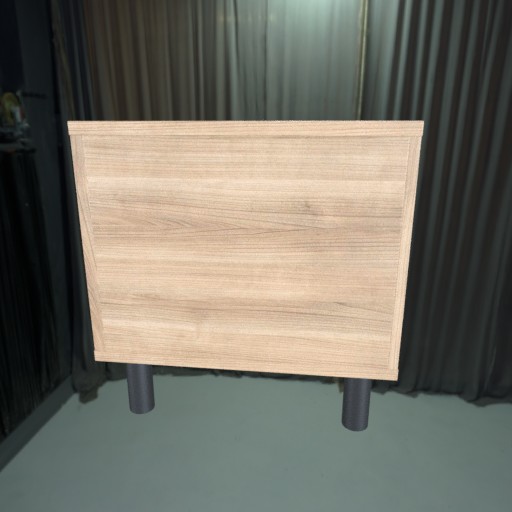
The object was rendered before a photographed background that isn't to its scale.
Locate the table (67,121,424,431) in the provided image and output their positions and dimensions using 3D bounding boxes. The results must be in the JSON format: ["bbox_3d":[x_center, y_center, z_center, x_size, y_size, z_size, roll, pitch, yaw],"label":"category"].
[{"bbox_3d":[0.000,0.000,0.793,0.445,0.460,0.380,2,17,7],"label":"table"}]
